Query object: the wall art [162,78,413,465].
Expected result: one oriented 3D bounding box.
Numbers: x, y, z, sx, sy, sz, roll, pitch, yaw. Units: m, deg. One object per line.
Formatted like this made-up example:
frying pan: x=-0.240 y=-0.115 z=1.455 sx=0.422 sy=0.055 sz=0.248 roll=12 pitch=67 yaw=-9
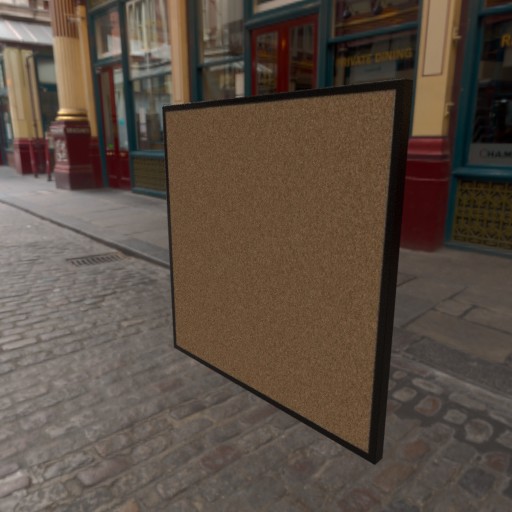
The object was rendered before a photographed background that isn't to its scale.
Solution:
wall art: x=0.000 y=0.000 z=0.512 sx=0.014 sy=0.349 sz=0.349 roll=-13 pitch=19 yaw=-42
